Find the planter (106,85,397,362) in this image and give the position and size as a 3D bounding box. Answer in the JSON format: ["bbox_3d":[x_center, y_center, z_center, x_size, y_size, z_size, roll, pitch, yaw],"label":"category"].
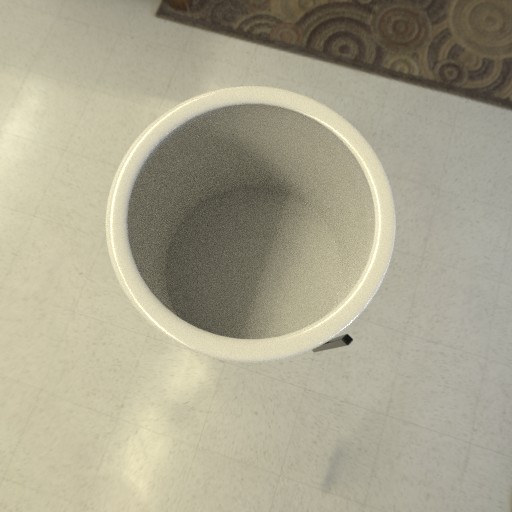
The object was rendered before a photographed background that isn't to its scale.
[{"bbox_3d":[0.000,0.000,0.505,0.239,0.356,0.239,20,77,5],"label":"planter"}]
